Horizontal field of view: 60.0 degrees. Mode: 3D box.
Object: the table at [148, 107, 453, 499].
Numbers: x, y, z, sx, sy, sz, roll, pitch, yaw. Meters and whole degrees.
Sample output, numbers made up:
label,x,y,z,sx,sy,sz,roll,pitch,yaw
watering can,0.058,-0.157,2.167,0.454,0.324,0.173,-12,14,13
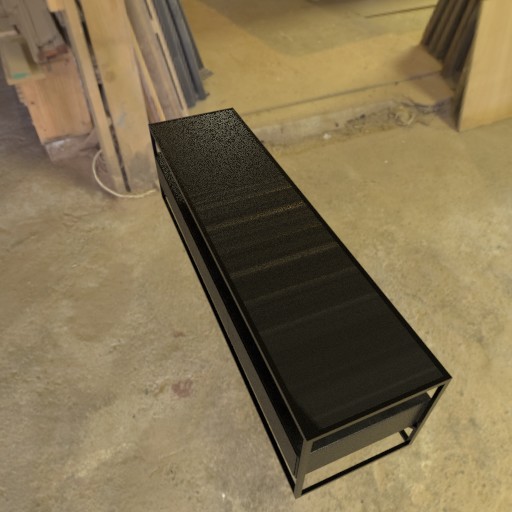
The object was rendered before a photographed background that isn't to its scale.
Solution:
label,x,y,z,sx,sy,sz,roll,pitch,yaw
table,0.000,0.000,1.631,0.399,0.395,1.486,-17,48,-16
